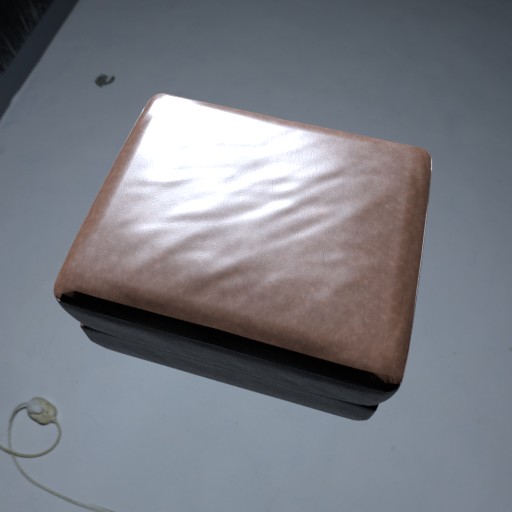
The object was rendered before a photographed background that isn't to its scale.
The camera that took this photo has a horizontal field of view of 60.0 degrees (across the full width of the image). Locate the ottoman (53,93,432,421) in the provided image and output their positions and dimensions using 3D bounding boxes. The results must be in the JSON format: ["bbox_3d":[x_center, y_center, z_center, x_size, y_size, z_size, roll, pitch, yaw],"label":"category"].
[{"bbox_3d":[0.000,0.000,1.128,0.751,0.476,0.603,14,65,7],"label":"ottoman"}]
